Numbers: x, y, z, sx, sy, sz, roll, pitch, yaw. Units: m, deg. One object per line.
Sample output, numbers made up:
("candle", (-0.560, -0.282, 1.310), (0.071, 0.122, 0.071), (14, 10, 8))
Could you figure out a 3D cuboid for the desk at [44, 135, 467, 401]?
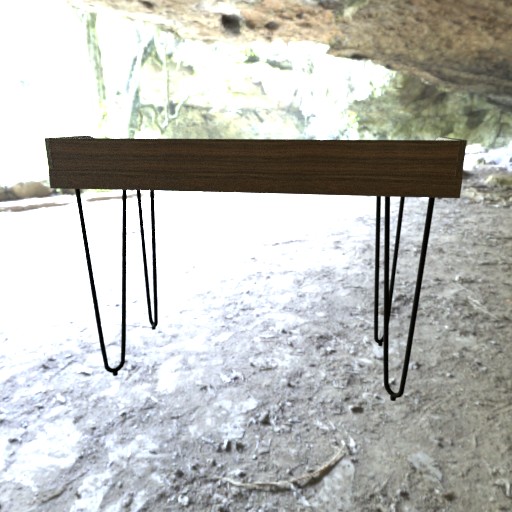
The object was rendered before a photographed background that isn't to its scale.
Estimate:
("desk", (0.000, 0.000, 1.628), (1.200, 0.854, 0.565), (3, 17, 8))
